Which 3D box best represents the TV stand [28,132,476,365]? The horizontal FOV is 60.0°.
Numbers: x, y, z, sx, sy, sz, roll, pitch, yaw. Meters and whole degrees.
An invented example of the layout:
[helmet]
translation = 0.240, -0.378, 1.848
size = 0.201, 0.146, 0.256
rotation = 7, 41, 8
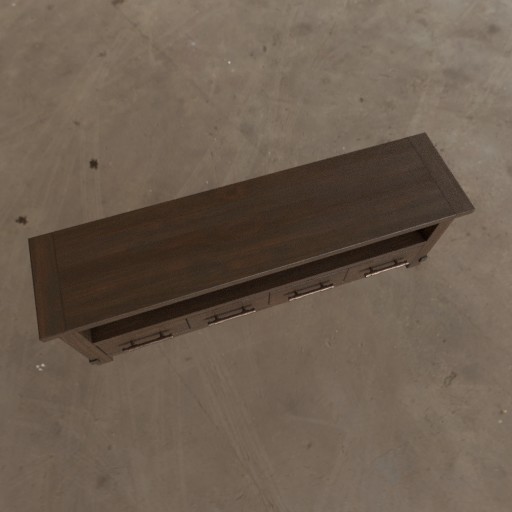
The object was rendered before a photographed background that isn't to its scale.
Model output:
[TV stand]
translation = 0.000, 0.000, 2.166
size = 1.866, 0.615, 0.471
rotation = -16, 64, -8
